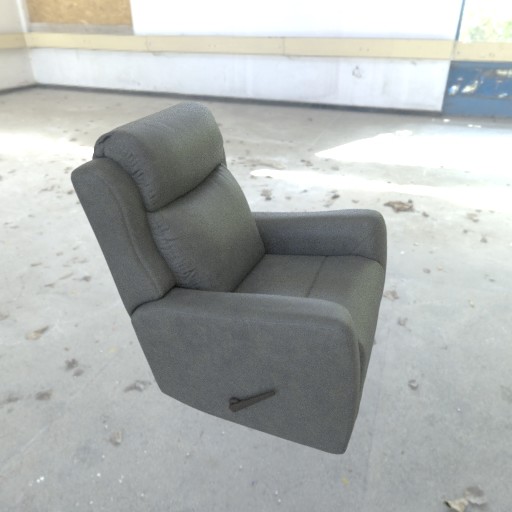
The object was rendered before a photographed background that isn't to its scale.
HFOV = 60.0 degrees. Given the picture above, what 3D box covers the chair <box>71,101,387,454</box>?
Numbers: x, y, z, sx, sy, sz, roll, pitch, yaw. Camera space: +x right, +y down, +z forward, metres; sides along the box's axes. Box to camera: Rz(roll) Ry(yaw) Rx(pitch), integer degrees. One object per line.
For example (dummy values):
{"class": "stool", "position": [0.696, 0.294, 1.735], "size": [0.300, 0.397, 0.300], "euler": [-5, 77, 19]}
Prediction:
{"class": "chair", "position": [0.000, 0.000, 1.890], "size": [1.068, 1.116, 0.967], "euler": [11, 31, 18]}
